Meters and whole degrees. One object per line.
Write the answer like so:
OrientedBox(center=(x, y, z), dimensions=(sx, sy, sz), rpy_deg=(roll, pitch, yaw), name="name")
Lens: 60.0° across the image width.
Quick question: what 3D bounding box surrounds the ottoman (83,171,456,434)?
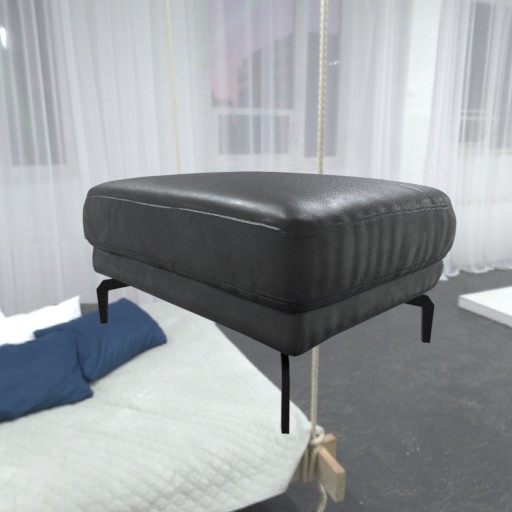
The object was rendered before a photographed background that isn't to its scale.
OrientedBox(center=(0.000, 0.000, 1.089), dimensions=(0.570, 0.402, 0.764), rpy_deg=(-13, 18, -43), name="ottoman")
